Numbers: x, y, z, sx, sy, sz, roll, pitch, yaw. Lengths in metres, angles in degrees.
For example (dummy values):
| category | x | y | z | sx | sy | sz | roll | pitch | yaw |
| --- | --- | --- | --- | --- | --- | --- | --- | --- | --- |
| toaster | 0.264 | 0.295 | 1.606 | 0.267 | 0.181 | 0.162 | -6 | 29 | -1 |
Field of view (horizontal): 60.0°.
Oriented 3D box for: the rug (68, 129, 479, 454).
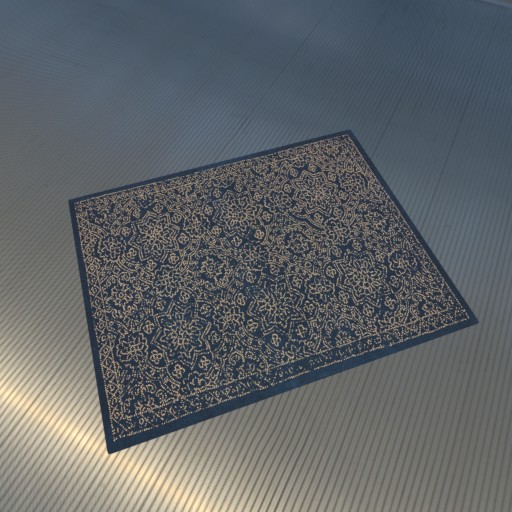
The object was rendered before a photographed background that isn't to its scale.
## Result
| category | x | y | z | sx | sy | sz | roll | pitch | yaw |
| --- | --- | --- | --- | --- | --- | --- | --- | --- | --- |
| rug | 0.000 | 0.000 | 3.990 | 3.048 | 0.010 | 2.438 | -16 | 59 | -10 |
